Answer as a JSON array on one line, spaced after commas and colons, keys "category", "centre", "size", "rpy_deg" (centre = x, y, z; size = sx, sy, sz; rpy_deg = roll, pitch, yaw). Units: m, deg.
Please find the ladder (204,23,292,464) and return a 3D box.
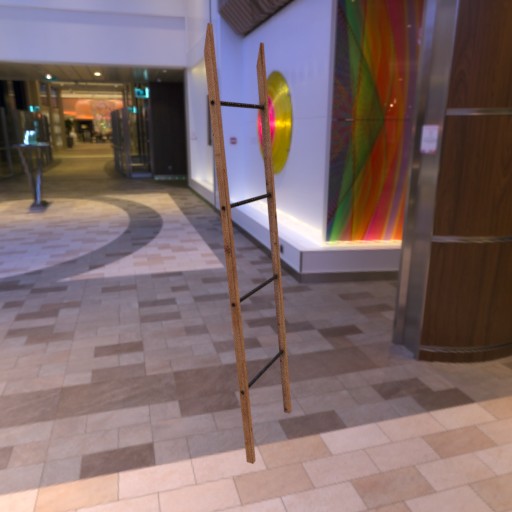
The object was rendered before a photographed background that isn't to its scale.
[{"category": "ladder", "centre": [0.000, 0.000, 1.967], "size": [0.200, 1.805, 0.442], "rpy_deg": [8, 18, 26]}]
